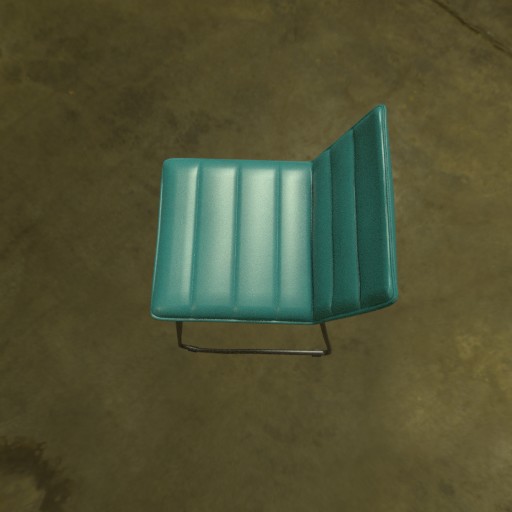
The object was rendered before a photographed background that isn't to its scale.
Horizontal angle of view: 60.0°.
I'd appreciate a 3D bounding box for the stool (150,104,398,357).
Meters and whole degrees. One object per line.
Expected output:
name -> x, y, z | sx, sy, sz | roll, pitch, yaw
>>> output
stool -> 0.000, 0.000, 1.200 | 0.524, 0.866, 0.489 | 1, 75, 0
